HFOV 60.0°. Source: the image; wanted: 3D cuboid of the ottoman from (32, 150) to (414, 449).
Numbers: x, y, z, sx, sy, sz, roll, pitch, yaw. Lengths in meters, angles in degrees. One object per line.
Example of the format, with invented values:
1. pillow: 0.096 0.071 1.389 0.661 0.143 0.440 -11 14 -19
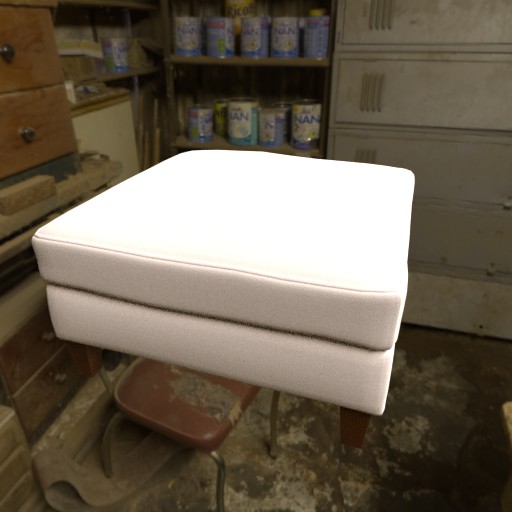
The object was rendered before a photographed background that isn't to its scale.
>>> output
1. ottoman: 0.000 0.000 1.318 0.838 0.479 0.838 9 28 17
